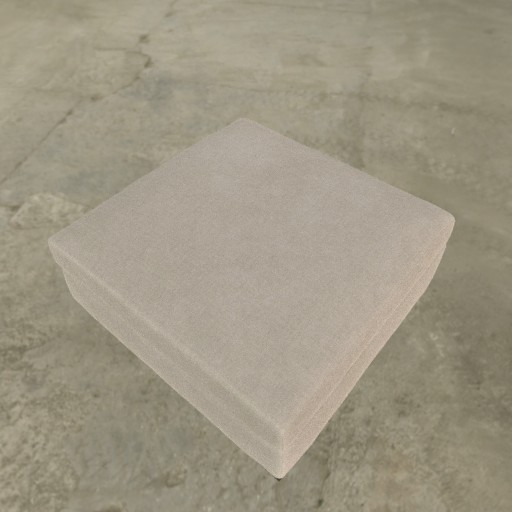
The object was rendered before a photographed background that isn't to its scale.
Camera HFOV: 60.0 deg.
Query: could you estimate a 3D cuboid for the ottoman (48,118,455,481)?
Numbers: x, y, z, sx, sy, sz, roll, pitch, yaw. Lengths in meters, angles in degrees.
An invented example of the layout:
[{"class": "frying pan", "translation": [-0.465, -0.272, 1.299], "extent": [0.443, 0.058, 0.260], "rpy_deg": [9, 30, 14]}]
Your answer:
[{"class": "ottoman", "translation": [0.000, 0.000, 1.840], "extent": [1.203, 0.517, 1.171], "rpy_deg": [32, 56, 25]}]
